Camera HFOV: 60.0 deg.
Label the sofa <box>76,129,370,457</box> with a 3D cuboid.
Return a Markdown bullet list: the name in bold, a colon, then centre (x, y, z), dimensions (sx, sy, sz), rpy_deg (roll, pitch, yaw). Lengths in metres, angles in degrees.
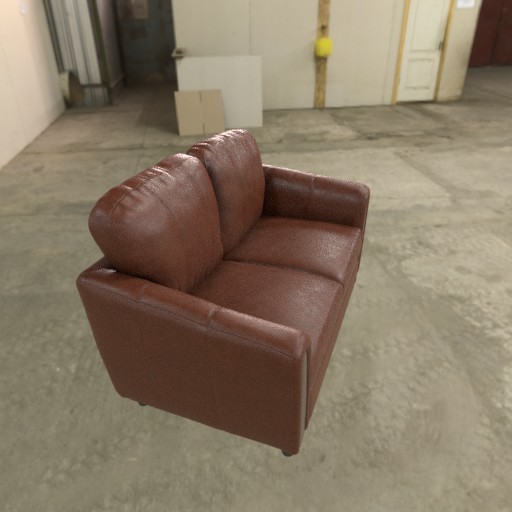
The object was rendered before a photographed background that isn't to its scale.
- **sofa**: centre (0.000, 0.000, 1.973), dimensions (0.805, 0.906, 1.406), rpy_deg (11, 32, 18)
